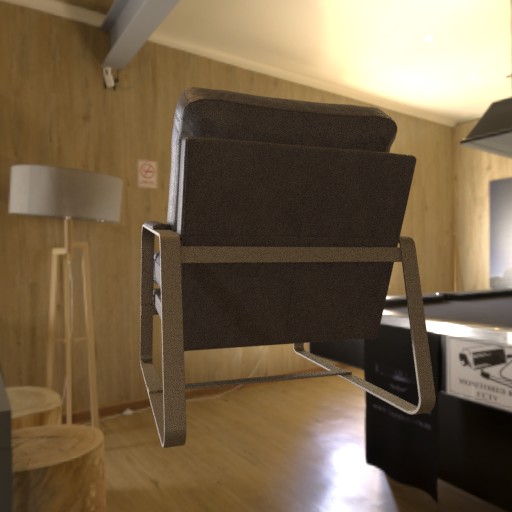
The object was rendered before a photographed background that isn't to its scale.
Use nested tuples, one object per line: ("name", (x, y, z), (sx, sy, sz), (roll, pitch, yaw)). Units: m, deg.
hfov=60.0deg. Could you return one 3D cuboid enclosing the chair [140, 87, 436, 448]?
("chair", (0.000, 0.000, 1.452), (0.692, 0.839, 0.878), (0, 0, -18))
